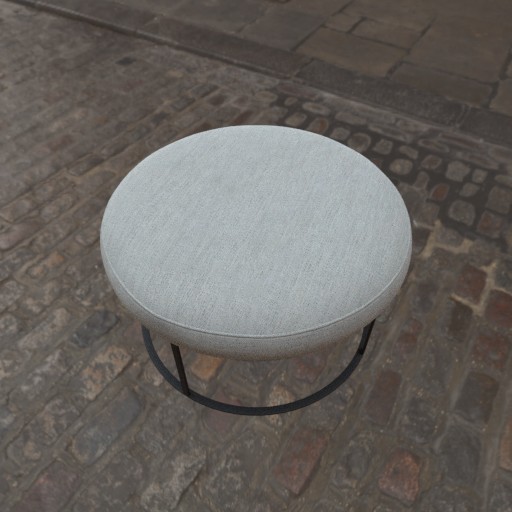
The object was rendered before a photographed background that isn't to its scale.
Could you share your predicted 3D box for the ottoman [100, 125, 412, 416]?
[{"bbox_3d":[0.000,0.000,1.220,0.769,0.459,0.769,0,47,0],"label":"ottoman"}]
